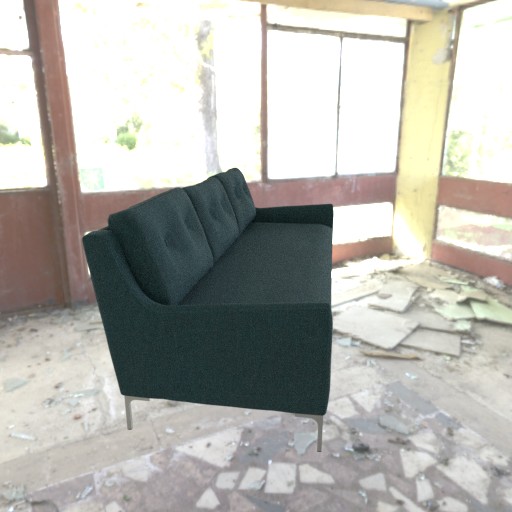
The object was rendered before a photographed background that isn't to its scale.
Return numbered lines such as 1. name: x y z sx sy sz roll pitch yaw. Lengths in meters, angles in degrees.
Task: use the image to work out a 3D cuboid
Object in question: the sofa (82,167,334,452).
1. sofa: 0.000 0.000 2.467 0.849 0.837 2.060 3 16 9
